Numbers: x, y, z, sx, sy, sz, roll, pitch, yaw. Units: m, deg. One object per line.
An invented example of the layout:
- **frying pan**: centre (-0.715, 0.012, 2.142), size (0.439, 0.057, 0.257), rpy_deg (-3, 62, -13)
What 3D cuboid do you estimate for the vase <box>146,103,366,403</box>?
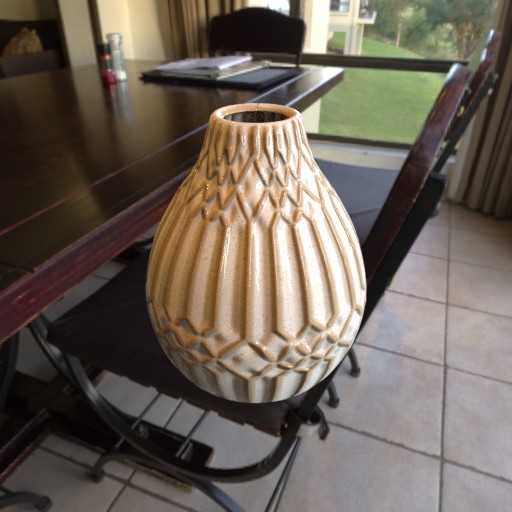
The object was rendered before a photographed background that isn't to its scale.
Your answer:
- **vase**: centre (0.000, 0.000, 0.316), size (0.159, 0.200, 0.159), rpy_deg (0, 31, 0)
